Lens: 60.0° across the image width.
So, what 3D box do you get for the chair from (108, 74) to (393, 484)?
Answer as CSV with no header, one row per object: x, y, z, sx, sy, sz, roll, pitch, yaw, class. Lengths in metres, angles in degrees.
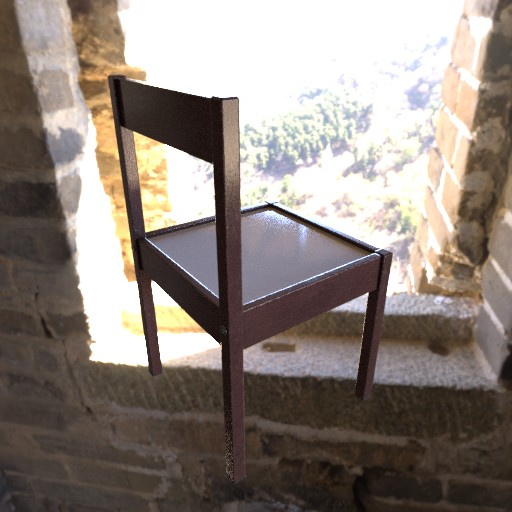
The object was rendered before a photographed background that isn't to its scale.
0.000,0.000,0.673,0.285,0.505,0.285,-18,32,-32,chair
